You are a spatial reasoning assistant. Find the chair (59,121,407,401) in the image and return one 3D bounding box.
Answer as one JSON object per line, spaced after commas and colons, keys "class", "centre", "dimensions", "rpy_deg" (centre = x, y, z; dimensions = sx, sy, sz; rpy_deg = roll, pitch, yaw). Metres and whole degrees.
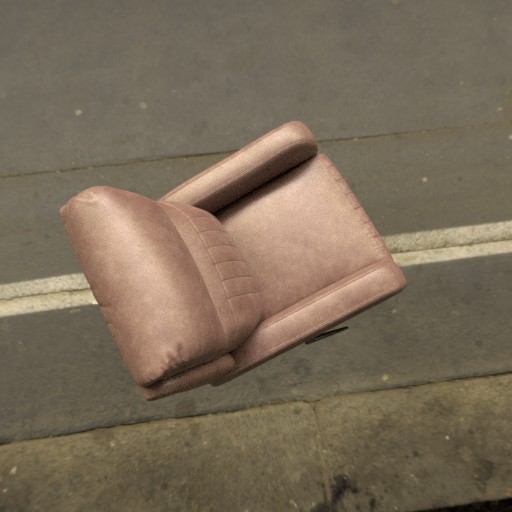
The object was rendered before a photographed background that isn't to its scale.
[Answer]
{"class": "chair", "centre": [0.000, 0.000, 1.790], "dimensions": [1.067, 1.067, 0.865], "rpy_deg": [-28, 77, -7]}
